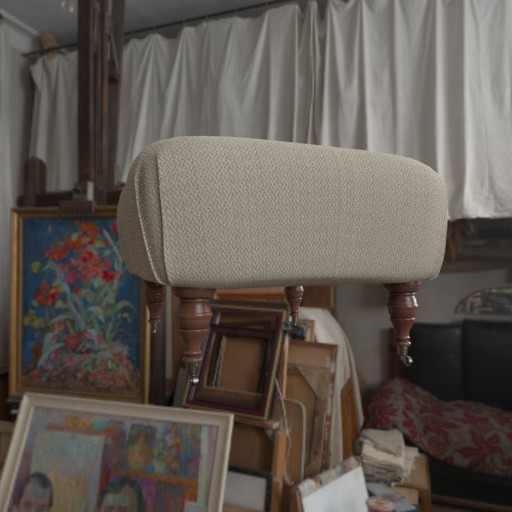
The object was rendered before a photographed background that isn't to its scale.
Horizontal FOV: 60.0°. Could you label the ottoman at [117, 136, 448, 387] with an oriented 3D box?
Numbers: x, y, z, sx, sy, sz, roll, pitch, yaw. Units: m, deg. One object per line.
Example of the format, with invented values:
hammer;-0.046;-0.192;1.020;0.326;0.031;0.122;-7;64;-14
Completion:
ottoman;0.000;0.000;1.070;0.622;0.447;0.684;0;-1;-20
